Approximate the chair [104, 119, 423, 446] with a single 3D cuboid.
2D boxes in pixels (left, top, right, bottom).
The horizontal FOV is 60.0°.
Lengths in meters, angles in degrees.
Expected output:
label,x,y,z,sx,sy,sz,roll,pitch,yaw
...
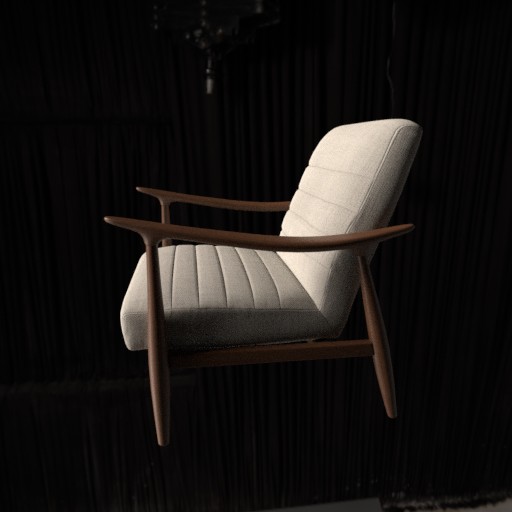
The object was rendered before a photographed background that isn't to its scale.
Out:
label,x,y,z,sx,sy,sz,roll,pitch,yaw
chair,0.000,0.000,1.426,0.798,0.832,0.741,-2,15,-8
